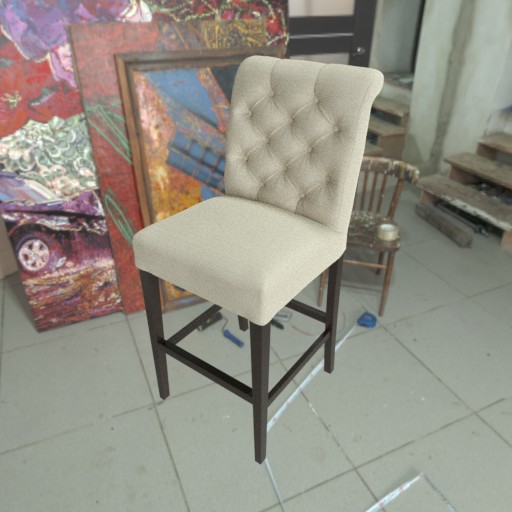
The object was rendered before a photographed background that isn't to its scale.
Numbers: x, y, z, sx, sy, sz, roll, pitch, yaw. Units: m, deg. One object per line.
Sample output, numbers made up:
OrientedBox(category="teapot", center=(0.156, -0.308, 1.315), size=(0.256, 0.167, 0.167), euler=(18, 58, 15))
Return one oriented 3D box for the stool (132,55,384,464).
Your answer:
OrientedBox(category="stool", center=(0.000, 0.000, 1.441), size=(0.482, 1.118, 0.610), euler=(21, 37, 30))
